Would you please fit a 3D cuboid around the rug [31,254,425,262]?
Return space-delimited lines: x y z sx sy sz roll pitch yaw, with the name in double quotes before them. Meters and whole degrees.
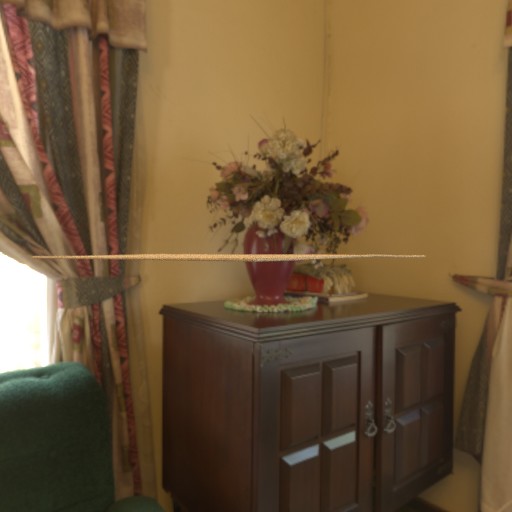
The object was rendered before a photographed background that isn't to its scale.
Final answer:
"rug" 0.000 0.000 3.024 1.624 0.030 2.264 0 0 36
